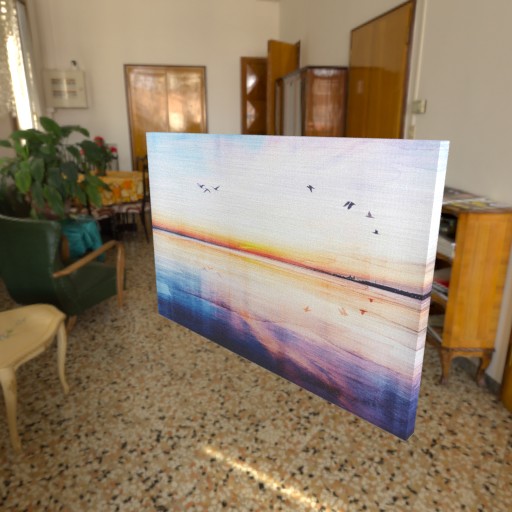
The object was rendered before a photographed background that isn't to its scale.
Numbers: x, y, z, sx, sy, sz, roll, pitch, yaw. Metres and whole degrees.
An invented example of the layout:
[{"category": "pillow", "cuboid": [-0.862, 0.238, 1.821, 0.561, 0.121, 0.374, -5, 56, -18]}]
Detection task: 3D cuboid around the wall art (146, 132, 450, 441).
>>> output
[{"category": "wall art", "cuboid": [0.000, 0.000, 1.151, 0.911, 0.605, 0.037, 16, 23, 42]}]
